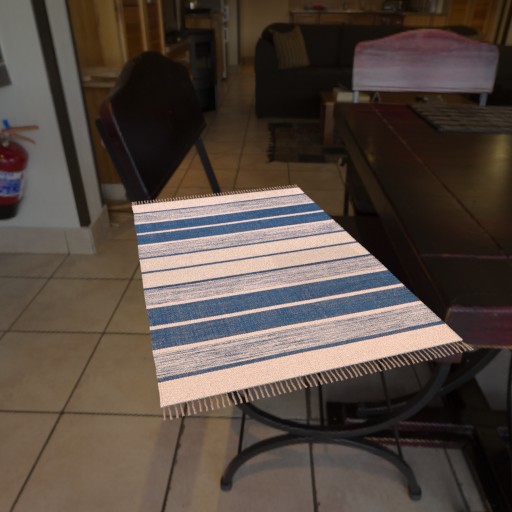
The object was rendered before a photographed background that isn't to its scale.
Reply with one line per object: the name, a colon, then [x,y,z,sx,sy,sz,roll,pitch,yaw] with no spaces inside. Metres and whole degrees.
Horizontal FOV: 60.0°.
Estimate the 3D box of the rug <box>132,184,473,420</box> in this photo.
rug: [0.000,0.000,3.027,1.532,0.010,2.441,-8,30,-14]
